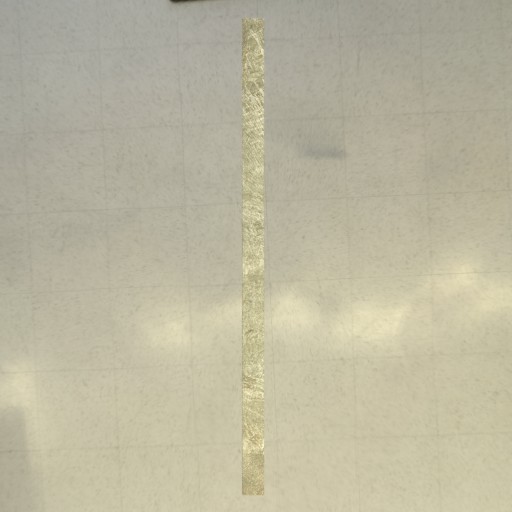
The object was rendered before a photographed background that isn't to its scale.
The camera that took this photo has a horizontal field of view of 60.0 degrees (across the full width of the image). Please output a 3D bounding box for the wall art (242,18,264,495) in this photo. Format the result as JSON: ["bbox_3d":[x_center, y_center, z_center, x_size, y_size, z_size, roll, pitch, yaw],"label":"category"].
[{"bbox_3d":[0.000,0.000,1.560,0.051,1.091,1.092,0,90,1],"label":"wall art"}]
